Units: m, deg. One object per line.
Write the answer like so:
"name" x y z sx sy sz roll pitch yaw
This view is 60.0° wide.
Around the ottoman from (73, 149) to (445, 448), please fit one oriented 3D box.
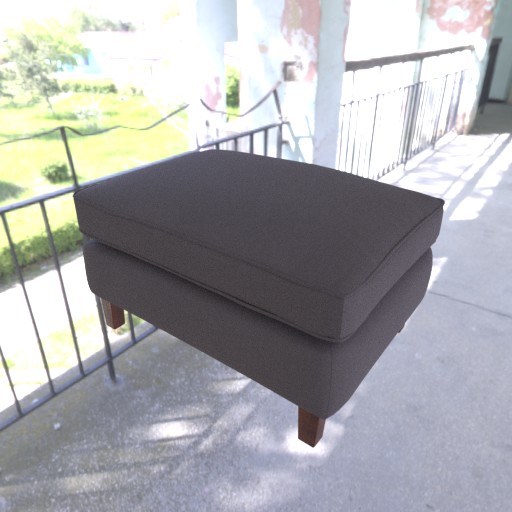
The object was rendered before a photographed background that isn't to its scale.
"ottoman" 0.000 0.000 1.016 0.686 0.406 0.508 20 34 32
